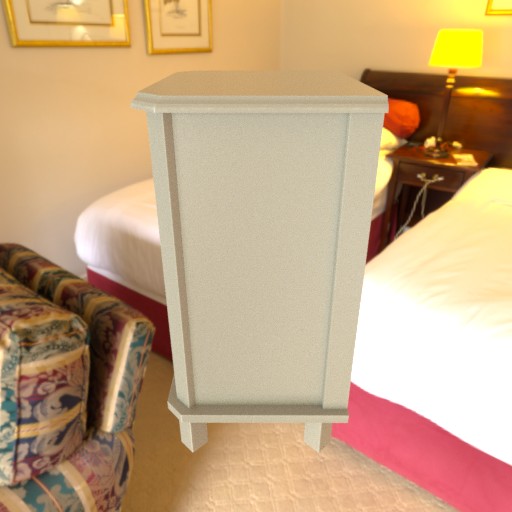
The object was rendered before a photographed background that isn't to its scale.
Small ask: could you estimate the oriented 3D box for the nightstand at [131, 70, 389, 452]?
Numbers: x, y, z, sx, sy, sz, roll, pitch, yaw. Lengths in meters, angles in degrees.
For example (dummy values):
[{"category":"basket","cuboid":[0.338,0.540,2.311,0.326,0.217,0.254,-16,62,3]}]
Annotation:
[{"category":"nightstand","cuboid":[0.000,0.000,0.918,0.348,0.680,0.435,0,27,0]}]
